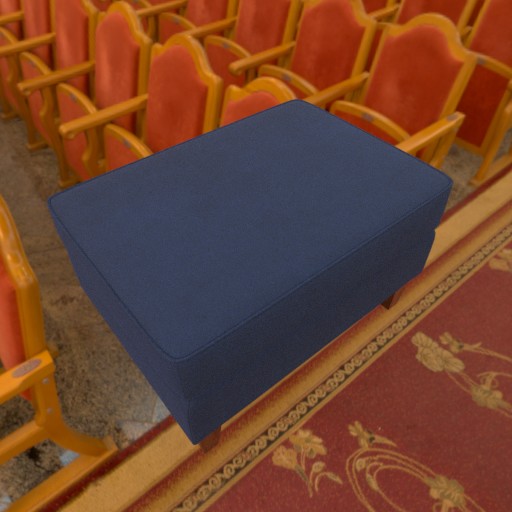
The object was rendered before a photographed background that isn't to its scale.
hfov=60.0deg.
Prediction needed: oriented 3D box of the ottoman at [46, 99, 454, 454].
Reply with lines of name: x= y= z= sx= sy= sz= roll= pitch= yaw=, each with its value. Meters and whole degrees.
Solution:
ottoman: x=0.000 y=0.000 z=1.404 sx=0.965 sy=0.584 sz=0.686 roll=-30 pitch=53 yaw=-26
